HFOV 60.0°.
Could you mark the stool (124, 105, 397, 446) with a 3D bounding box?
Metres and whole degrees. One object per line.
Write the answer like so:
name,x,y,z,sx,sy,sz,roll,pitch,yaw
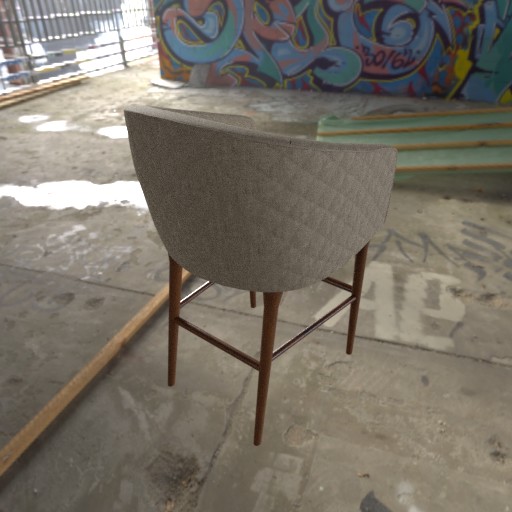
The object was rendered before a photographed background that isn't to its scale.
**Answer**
stool,0.000,0.000,1.341,0.559,0.952,0.635,22,38,31
